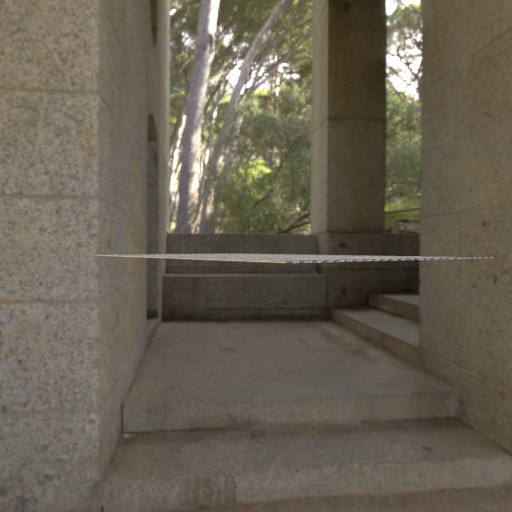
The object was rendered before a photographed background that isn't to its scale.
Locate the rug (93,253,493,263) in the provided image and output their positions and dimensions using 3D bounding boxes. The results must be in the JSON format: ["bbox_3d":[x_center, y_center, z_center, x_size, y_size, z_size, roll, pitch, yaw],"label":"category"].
[{"bbox_3d":[0.000,0.000,2.558,1.248,0.009,2.108,-1,1,-36],"label":"rug"}]
